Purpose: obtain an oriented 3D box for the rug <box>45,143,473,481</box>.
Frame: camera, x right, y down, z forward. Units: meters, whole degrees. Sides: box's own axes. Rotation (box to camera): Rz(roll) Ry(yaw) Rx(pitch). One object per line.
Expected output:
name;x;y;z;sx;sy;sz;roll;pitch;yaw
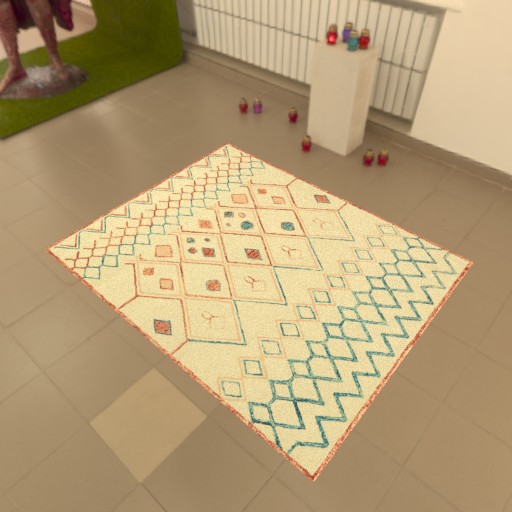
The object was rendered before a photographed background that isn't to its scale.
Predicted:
rug;0.000;0.000;4.032;3.050;0.016;2.441;32;53;27
